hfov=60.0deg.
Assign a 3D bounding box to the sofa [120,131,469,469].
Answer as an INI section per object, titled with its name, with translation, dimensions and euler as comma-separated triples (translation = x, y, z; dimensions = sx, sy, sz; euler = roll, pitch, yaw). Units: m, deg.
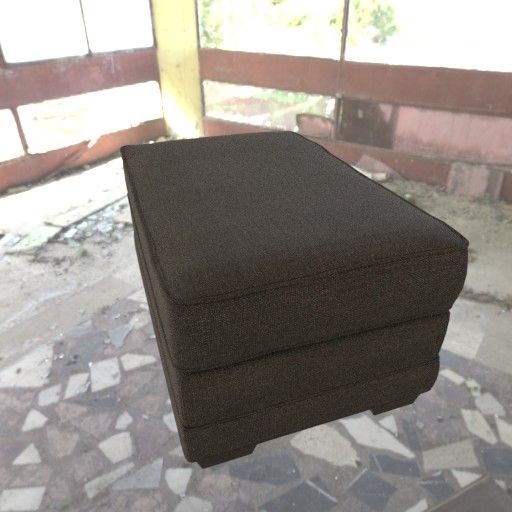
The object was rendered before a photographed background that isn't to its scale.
[sofa]
translation = 0.000, 0.000, 1.166
dimensions = 0.578, 0.457, 0.854
euler = -10, 32, -17
